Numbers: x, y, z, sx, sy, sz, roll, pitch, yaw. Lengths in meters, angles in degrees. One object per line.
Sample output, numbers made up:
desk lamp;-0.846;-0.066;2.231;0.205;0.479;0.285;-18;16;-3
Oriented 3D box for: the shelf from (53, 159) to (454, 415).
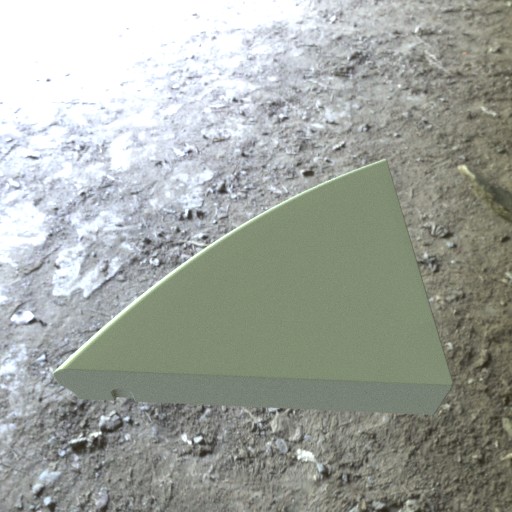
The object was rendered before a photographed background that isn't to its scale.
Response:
shelf;0.000;0.000;0.461;0.310;0.050;0.310;1;46;1
